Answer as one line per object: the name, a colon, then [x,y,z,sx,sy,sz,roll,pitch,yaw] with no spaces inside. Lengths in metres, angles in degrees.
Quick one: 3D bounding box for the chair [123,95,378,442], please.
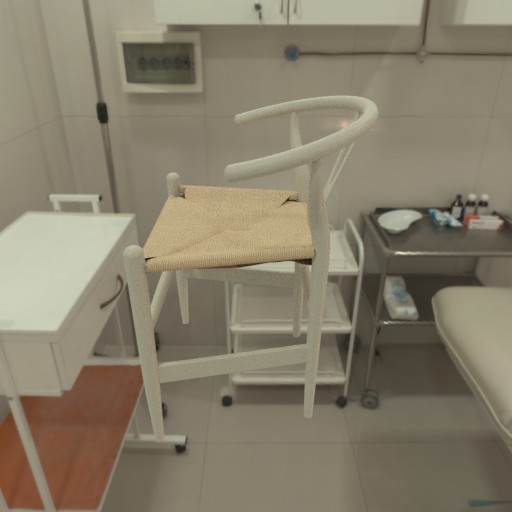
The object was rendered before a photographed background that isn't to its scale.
chair: [0.000,0.000,1.099,0.500,0.736,0.533,0,27,0]
